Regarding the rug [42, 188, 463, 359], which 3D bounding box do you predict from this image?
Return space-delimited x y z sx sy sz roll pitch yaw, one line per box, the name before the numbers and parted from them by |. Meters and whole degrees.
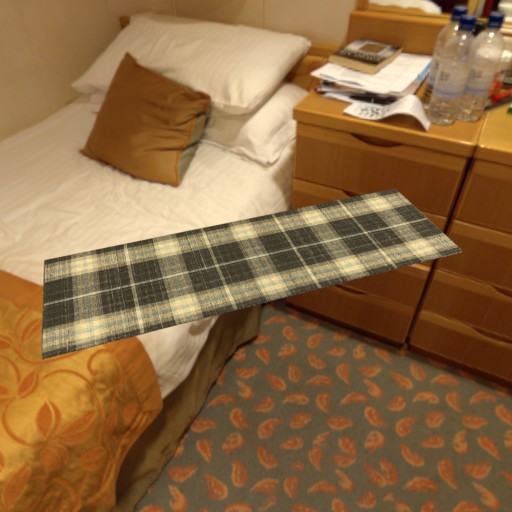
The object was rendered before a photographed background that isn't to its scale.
rug | 0.000 0.000 2.688 2.434 0.012 0.760 -13 43 -14
